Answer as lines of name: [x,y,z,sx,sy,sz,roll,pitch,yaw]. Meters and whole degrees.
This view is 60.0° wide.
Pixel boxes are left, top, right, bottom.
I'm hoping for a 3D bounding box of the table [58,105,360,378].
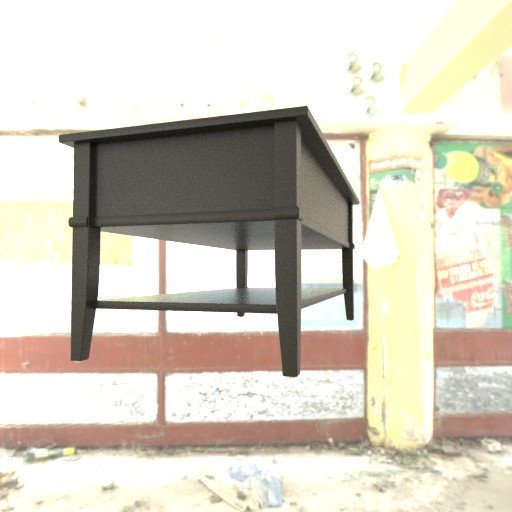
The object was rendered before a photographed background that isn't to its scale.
table: [0.000,0.000,1.324,0.523,0.470,1.044,-1,-2,18]
